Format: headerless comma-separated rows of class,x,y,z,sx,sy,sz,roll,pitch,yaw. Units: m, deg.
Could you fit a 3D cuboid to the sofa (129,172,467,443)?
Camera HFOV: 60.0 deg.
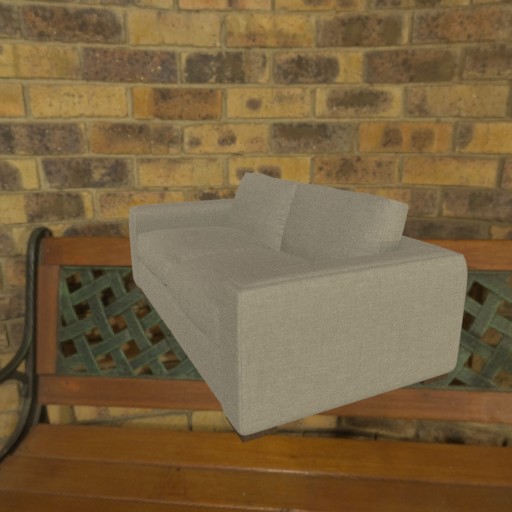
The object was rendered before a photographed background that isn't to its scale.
sofa,0.000,0.000,2.462,1.069,0.800,1.920,-7,17,-25
